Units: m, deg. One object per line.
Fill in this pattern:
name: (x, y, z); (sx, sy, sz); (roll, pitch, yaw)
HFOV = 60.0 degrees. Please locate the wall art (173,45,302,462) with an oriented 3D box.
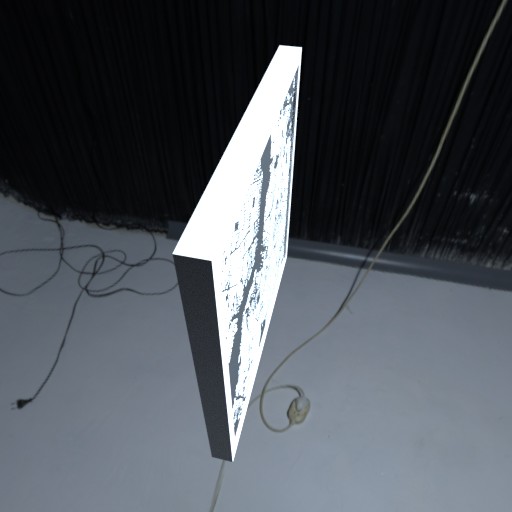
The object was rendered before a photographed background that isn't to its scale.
wall art: (0.000, 0.000, 0.757); (0.038, 0.506, 0.506); (10, 47, 9)
